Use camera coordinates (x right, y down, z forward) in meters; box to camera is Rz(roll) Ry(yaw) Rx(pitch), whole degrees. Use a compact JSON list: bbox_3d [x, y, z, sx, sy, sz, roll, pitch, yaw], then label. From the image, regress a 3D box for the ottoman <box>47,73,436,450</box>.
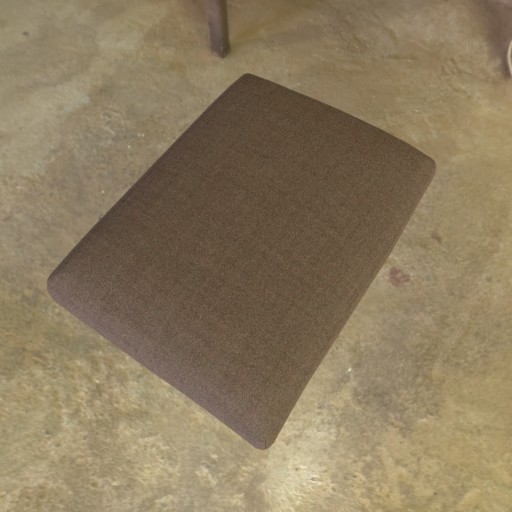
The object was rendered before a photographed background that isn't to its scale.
[{"bbox_3d":[0.000,0.000,1.200,0.599,0.555,0.809,31,67,14],"label":"ottoman"}]
